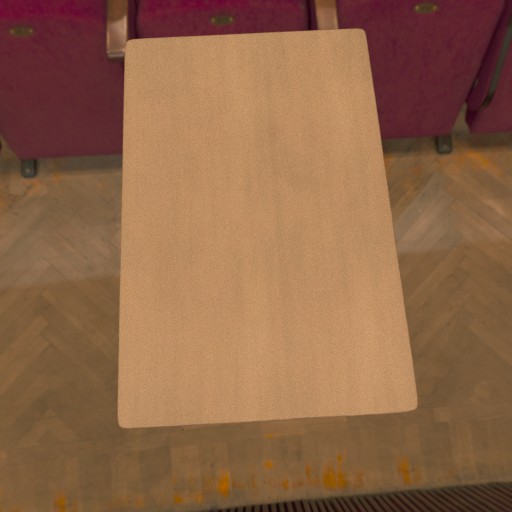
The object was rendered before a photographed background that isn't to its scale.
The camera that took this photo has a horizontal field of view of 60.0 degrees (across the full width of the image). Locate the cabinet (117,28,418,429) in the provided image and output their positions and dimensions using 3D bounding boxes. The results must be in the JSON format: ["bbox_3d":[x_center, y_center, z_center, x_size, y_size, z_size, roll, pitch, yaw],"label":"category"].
[{"bbox_3d":[0.000,0.000,1.197,0.503,0.762,0.763,-3,75,-1],"label":"cabinet"}]
